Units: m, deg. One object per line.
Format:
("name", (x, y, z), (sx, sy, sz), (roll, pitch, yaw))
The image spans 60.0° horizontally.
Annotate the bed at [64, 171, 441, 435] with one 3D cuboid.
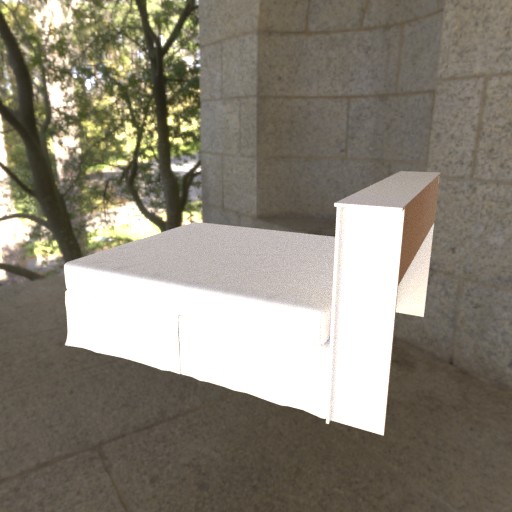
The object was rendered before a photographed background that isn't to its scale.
("bed", (0.000, 0.000, 3.075), (2.133, 1.092, 1.671), (8, 18, 26))
